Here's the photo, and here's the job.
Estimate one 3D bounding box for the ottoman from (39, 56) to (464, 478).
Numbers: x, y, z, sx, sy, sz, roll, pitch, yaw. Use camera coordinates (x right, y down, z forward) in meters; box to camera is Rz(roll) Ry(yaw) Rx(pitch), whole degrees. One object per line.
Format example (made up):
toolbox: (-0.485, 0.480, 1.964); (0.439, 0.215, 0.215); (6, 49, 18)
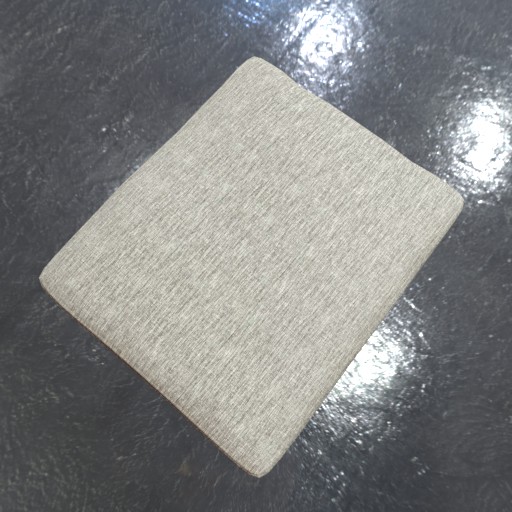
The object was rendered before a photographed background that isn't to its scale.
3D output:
ottoman: (0.000, 0.000, 1.454); (0.839, 0.492, 0.994); (38, 77, 10)
